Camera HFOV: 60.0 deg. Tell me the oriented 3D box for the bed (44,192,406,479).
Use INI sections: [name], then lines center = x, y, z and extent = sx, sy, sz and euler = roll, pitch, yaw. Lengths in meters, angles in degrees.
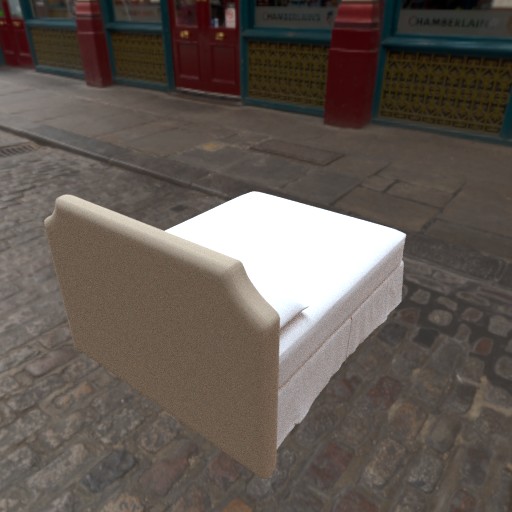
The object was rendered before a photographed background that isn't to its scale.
[bed]
center = 0.000, 0.000, 3.350
extent = 1.828, 1.301, 2.204
euler = 20, 35, 32
